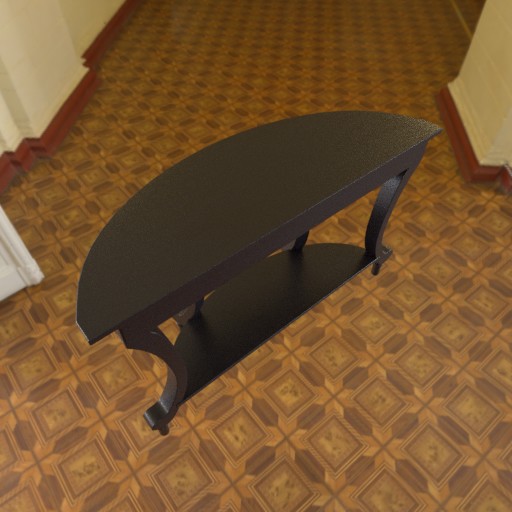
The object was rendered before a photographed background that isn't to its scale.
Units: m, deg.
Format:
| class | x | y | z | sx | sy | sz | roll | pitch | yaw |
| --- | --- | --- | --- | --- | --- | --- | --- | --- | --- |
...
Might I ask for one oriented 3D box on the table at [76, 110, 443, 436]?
| class | x | y | z | sx | sy | sz | roll | pitch | yaw |
| --- | --- | --- | --- | --- | --- | --- | --- | --- | --- |
| table | 0.000 | 0.000 | 1.498 | 1.198 | 0.692 | 0.394 | -32 | 56 | -25 |
